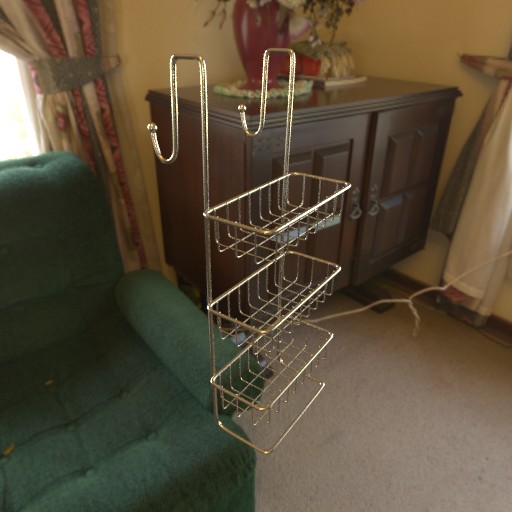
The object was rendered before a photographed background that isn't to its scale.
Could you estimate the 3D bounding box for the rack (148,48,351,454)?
[{"bbox_3d":[0.000,0.000,0.684,0.202,0.574,0.228,18,32,31],"label":"rack"}]
